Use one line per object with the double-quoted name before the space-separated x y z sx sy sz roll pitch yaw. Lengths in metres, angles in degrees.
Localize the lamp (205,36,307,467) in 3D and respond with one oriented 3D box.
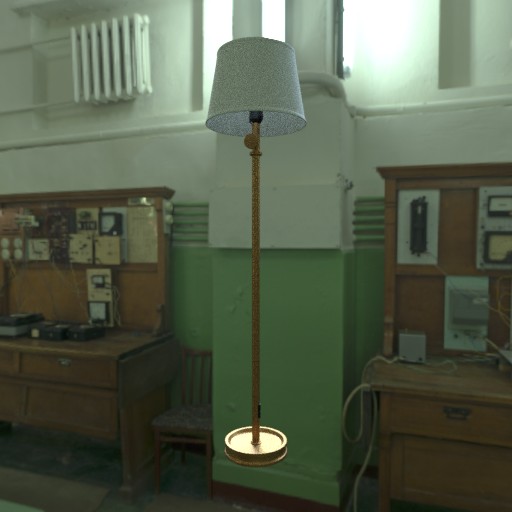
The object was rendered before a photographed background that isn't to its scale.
"lamp" 0.000 0.000 0.792 0.178 0.710 0.178 0 2 0
